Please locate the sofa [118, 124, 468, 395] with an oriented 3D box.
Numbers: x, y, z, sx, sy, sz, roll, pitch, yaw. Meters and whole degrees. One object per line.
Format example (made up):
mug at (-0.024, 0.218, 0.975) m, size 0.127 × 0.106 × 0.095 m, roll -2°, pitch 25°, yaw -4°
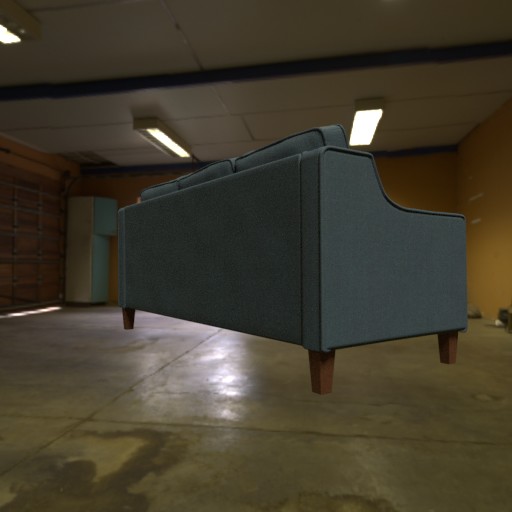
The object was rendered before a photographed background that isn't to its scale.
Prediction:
sofa at (0.000, 0.000, 2.509) m, size 0.911 × 0.974 × 1.986 m, roll 1°, pitch -2°, yaw -36°
